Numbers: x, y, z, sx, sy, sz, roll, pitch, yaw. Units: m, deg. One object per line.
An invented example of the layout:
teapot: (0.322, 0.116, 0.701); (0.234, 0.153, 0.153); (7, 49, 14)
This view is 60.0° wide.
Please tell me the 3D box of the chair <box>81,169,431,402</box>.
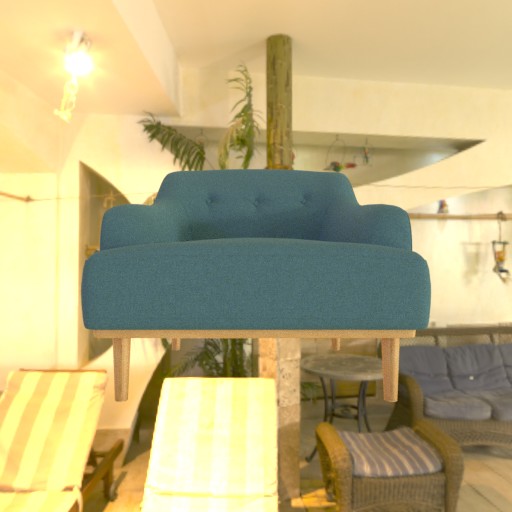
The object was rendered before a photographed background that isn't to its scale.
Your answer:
chair: (0.000, 0.000, 1.626); (0.946, 0.818, 0.951); (0, -1, 0)
